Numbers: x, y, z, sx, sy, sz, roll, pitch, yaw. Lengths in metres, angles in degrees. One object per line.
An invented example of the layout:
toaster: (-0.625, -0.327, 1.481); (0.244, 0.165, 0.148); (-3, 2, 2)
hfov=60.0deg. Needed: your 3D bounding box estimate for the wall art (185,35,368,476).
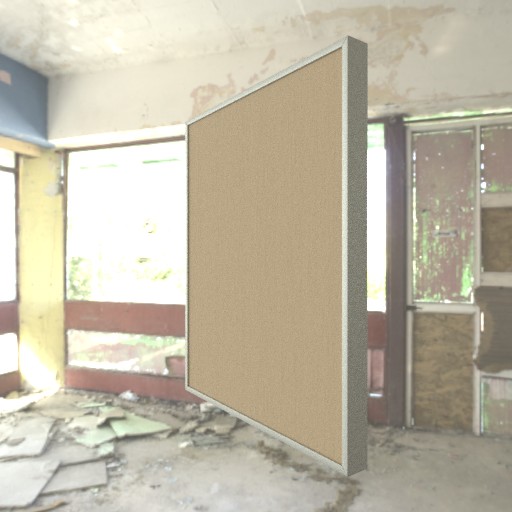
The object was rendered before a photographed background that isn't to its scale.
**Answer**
wall art: (0.000, 0.000, 0.747); (0.039, 0.553, 0.445); (0, 0, -36)
